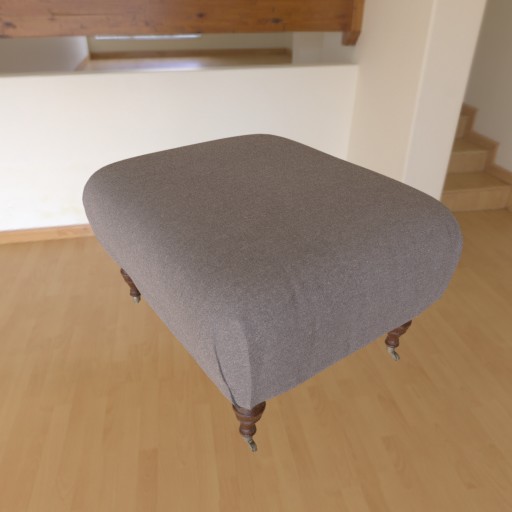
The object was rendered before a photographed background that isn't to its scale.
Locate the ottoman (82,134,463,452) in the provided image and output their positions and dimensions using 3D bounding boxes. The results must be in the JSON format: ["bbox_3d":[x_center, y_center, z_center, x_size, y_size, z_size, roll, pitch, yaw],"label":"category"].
[{"bbox_3d":[0.000,0.000,1.098,0.622,0.450,0.747,-20,37,-30],"label":"ottoman"}]
